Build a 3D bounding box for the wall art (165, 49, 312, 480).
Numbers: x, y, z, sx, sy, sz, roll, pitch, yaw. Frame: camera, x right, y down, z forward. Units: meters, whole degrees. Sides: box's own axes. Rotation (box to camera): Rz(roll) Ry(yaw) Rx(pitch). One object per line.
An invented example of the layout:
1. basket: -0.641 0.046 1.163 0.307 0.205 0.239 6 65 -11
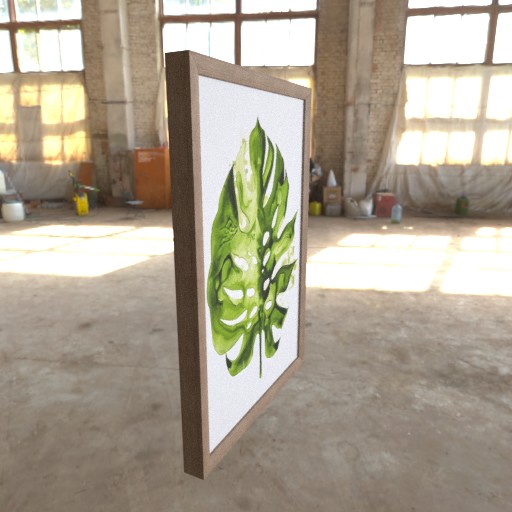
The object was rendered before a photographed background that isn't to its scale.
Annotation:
1. wall art: 0.000 0.000 0.665 0.031 0.509 0.356 7 16 26
